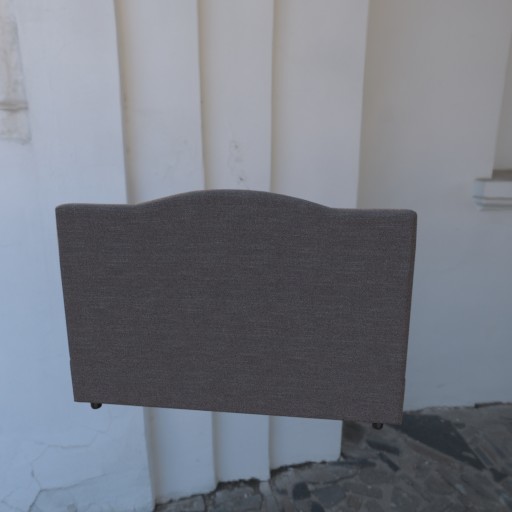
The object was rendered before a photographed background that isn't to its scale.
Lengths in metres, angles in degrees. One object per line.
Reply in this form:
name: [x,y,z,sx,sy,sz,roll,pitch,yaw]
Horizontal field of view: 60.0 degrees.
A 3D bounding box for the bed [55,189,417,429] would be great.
bed: [0.000,0.000,3.898,2.161,1.457,2.689,2,15,6]
